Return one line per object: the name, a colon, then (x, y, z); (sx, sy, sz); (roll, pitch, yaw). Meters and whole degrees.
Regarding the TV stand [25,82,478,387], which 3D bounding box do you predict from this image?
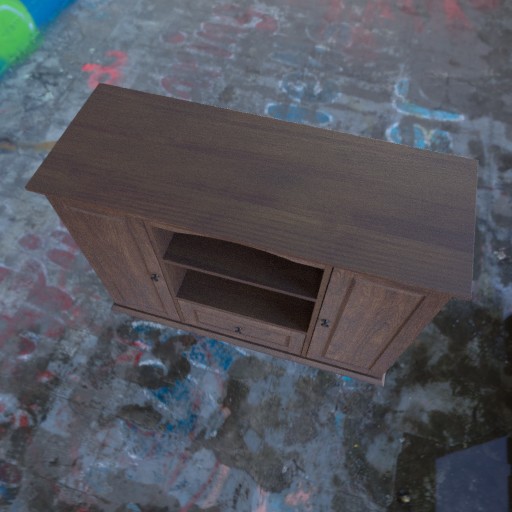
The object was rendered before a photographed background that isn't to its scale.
TV stand: (0.000, 0.000, 1.461); (1.067, 0.813, 0.406); (14, 60, 8)
